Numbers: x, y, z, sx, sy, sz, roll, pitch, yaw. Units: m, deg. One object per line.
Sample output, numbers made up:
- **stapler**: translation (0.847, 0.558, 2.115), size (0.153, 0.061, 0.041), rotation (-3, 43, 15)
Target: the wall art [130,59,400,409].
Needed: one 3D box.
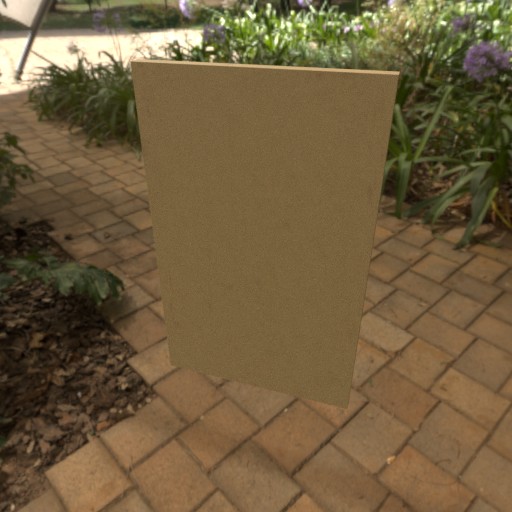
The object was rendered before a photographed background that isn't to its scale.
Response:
- **wall art**: translation (0.000, 0.000, 1.020), size (0.510, 0.810, 0.039), rotation (9, 32, 15)
